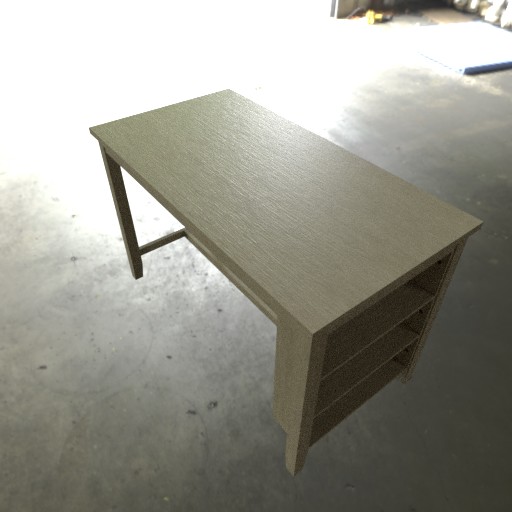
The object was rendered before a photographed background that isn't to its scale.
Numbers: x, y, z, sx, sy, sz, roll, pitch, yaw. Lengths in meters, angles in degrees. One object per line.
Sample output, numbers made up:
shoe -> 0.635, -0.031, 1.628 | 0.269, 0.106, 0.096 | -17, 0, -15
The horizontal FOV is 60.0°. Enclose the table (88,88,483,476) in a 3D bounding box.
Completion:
table -> 0.000, 0.000, 1.929 | 0.729, 0.874, 1.397 | -27, 48, -27
